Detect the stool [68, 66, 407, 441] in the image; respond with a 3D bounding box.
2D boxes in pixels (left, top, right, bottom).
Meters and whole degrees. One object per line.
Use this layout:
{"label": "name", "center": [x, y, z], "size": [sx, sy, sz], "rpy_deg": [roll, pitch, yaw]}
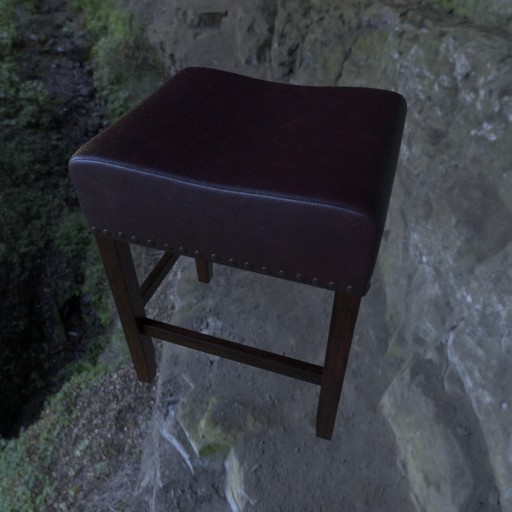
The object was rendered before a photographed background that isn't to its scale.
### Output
{"label": "stool", "center": [0.000, 0.000, 0.920], "size": [0.465, 0.608, 0.397], "rpy_deg": [13, 44, 14]}
